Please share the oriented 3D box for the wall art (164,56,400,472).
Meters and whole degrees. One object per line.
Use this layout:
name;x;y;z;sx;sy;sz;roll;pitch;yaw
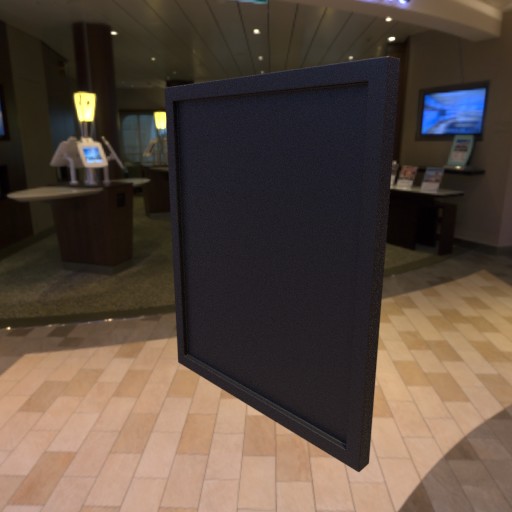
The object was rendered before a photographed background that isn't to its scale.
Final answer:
wall art;0.000;0.000;0.738;0.028;0.559;0.457;-14;20;-42
